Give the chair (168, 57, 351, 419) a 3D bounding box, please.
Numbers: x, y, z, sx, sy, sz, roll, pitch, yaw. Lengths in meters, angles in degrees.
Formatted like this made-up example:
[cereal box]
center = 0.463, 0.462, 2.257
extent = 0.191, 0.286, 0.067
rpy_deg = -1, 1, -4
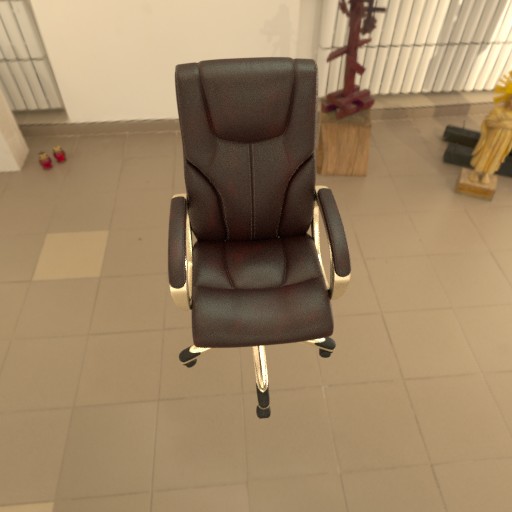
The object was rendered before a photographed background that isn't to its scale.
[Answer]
[chair]
center = 0.000, 0.000, 1.578
extent = 0.662, 1.107, 0.739
rpy_deg = -4, 48, -3
